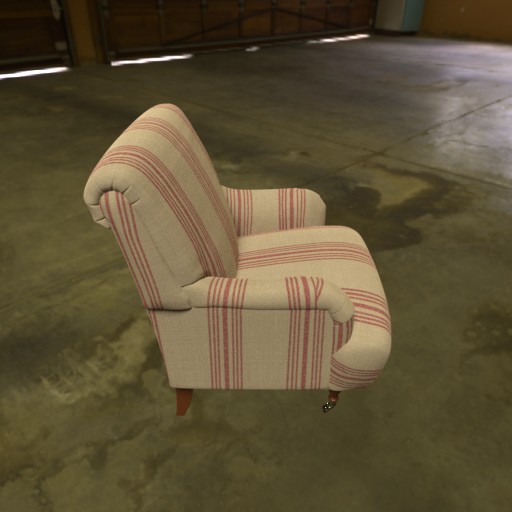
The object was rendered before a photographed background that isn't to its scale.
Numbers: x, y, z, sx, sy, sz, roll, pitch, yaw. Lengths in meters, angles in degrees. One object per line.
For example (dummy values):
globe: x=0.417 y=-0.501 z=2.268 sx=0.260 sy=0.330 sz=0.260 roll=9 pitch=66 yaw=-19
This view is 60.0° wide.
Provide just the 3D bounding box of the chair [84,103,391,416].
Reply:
chair: x=0.000 y=0.000 z=1.891 sx=1.058 sy=1.123 sz=0.933 roll=0 pitch=32 yaw=1
